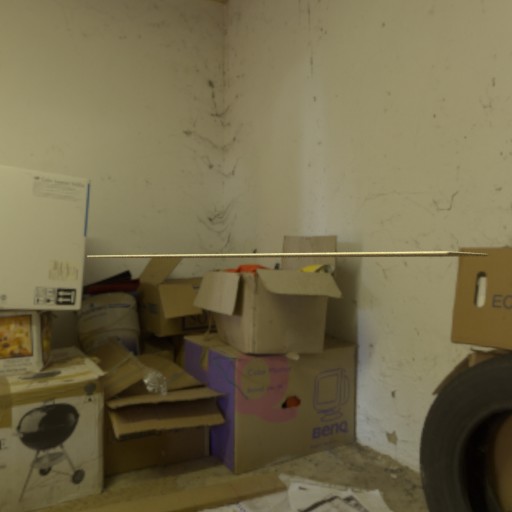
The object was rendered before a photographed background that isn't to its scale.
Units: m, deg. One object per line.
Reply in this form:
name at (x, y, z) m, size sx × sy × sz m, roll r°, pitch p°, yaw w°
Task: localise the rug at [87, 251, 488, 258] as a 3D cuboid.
rug at (0.000, 0.000, 2.737) m, size 2.450 × 0.014 × 0.793 m, roll 0°, pitch -1°, yaw 37°
